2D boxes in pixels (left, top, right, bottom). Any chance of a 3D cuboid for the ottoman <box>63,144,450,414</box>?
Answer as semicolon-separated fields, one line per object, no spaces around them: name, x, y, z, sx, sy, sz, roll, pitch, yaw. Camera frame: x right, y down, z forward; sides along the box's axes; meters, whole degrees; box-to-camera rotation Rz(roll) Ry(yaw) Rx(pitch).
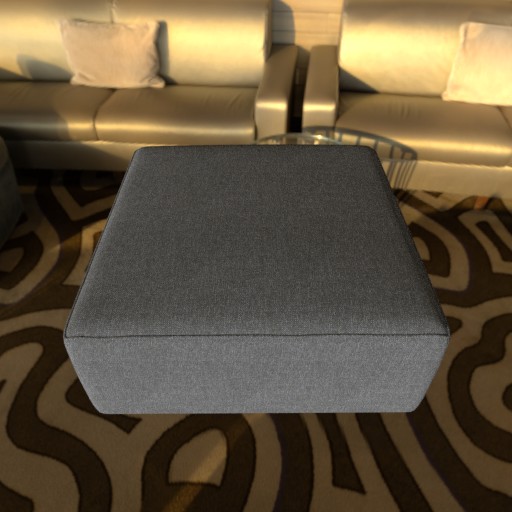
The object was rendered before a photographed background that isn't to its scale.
ottoman;0.000;0.000;1.565;1.000;0.439;1.000;0;42;0
